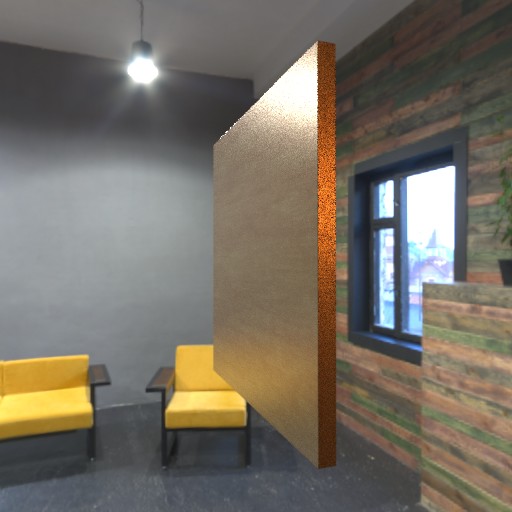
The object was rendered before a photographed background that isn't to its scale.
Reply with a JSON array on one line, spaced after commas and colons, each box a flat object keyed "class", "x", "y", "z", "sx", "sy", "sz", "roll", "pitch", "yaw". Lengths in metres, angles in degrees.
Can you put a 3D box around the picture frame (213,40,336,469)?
[{"class": "picture frame", "x": 0.000, "y": 0.000, "z": 1.149, "sx": 0.037, "sy": 0.761, "sz": 0.758, "roll": 0, "pitch": -1, "yaw": -20}]
